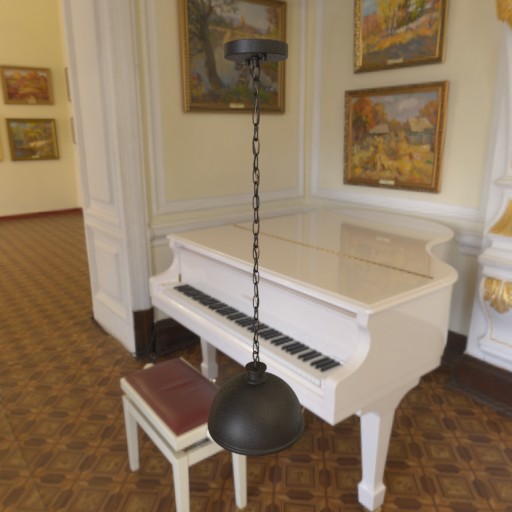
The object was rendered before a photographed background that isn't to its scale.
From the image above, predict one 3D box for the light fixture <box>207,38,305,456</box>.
[{"bbox_3d":[0.000,0.000,1.250,0.304,1.090,0.304,-8,17,-25],"label":"light fixture"}]
